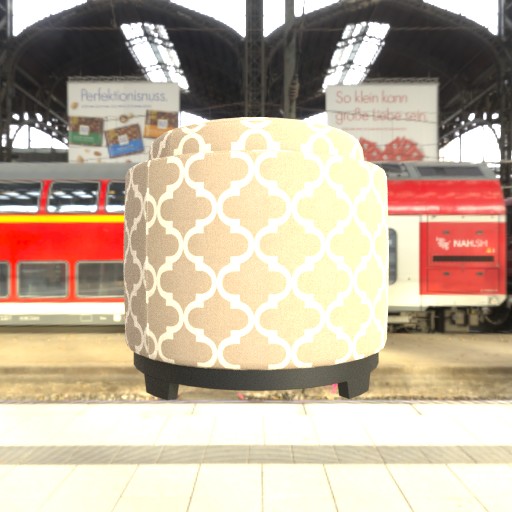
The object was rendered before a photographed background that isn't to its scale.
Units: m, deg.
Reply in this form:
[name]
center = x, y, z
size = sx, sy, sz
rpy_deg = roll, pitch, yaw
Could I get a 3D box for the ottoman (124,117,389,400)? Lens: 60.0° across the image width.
[ottoman]
center = 0.000, 0.000, 0.838
size = 0.480, 0.429, 0.480
rpy_deg = 0, 0, 0
